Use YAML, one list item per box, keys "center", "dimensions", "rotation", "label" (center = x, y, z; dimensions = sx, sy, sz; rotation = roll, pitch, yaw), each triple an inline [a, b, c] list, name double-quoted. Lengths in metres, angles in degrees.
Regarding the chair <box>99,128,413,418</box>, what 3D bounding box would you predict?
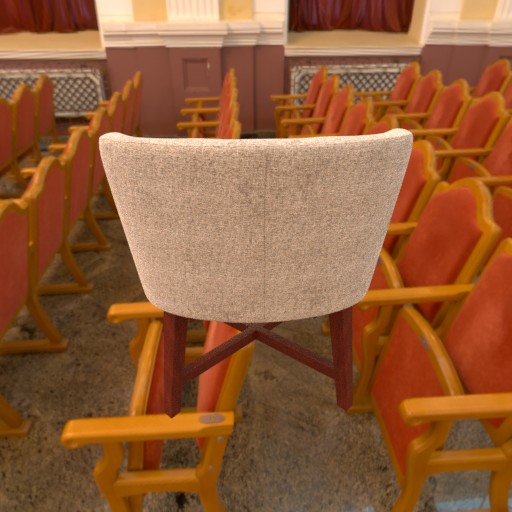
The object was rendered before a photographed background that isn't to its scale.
- center: [0.000, 0.000, 1.290]
  dimensions: [0.728, 0.827, 0.575]
  rotation: [-2, 31, -3]
  label: "chair"
